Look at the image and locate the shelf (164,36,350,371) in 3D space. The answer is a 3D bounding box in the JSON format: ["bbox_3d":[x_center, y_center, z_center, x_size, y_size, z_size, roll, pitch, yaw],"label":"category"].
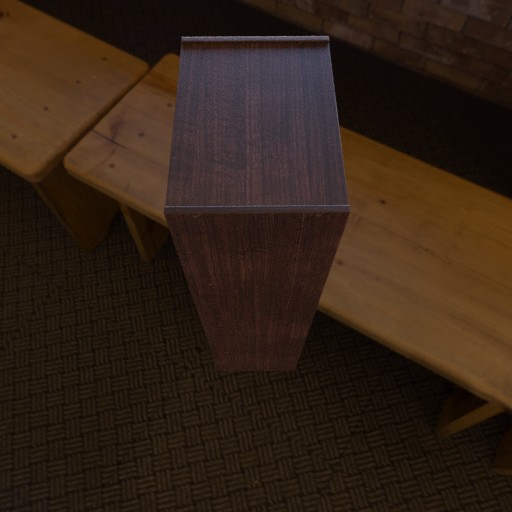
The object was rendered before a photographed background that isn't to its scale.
[{"bbox_3d":[0.000,0.000,1.270,0.290,1.099,0.415,0,63,0],"label":"shelf"}]
